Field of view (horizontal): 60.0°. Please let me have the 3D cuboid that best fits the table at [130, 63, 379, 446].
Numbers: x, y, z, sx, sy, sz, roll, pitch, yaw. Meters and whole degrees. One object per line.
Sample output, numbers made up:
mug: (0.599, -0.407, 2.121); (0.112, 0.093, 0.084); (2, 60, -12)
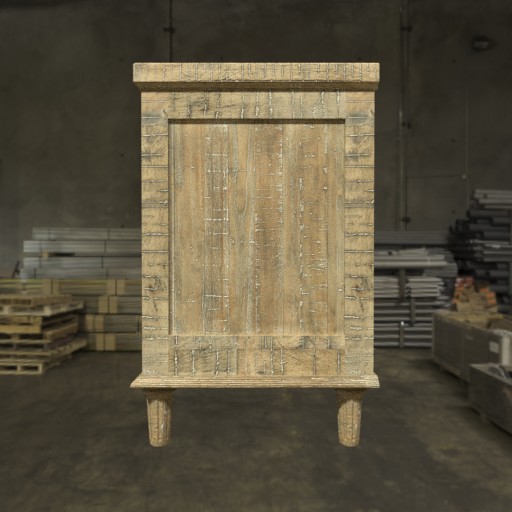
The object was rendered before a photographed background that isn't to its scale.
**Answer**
table: (0.000, 0.000, 1.142); (0.457, 0.711, 0.686); (0, 1, 0)
